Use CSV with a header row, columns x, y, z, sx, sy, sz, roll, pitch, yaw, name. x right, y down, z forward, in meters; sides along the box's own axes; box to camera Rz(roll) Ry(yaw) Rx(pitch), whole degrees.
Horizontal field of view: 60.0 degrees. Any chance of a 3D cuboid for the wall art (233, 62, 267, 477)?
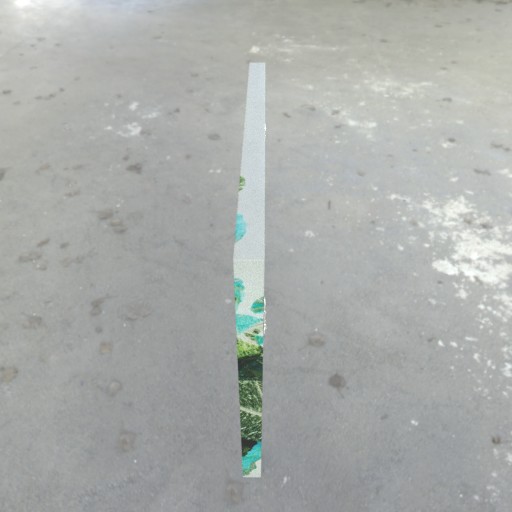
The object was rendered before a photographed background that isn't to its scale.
x,y,z,sx,sy,sz,roll,pitch,yaw,name
0.000,0.000,0.995,0.043,0.610,0.711,1,41,1,wall art
